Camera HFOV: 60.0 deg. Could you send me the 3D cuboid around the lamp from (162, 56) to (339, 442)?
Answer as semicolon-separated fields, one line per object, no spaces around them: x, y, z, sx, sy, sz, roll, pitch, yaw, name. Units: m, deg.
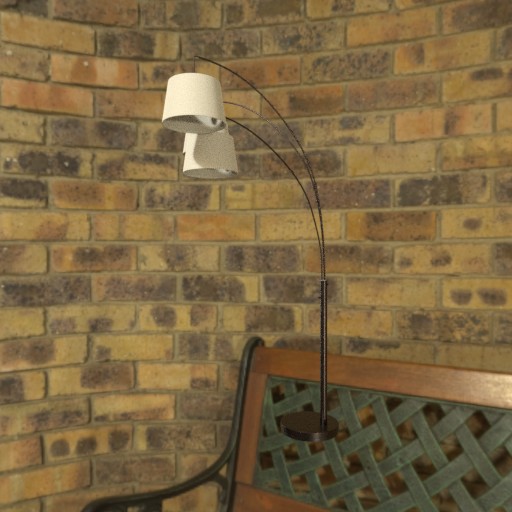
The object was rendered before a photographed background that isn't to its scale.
0.000;0.000;2.472;0.924;1.950;0.951;0;0;1;lamp
